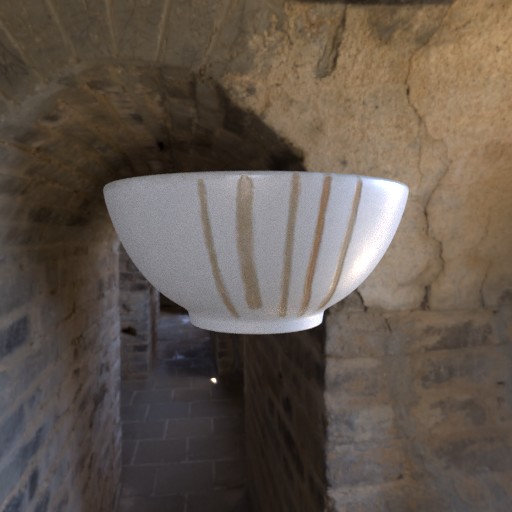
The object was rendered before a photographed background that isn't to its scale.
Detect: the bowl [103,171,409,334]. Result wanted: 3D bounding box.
[{"bbox_3d":[0.000,0.000,0.414,0.268,0.121,0.268,0,3,0],"label":"bowl"}]
